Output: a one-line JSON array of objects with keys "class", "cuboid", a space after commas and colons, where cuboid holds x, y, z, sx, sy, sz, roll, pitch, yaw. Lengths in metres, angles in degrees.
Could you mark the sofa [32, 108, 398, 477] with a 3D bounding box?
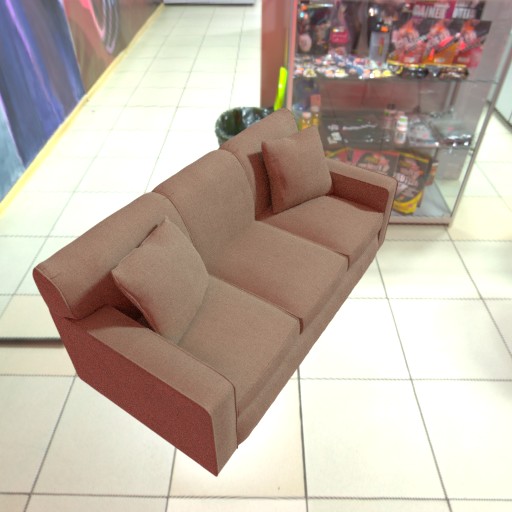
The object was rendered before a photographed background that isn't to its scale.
[{"class": "sofa", "cuboid": [0.000, 0.000, 2.573, 0.997, 0.958, 2.024, 24, 46, 25]}]
